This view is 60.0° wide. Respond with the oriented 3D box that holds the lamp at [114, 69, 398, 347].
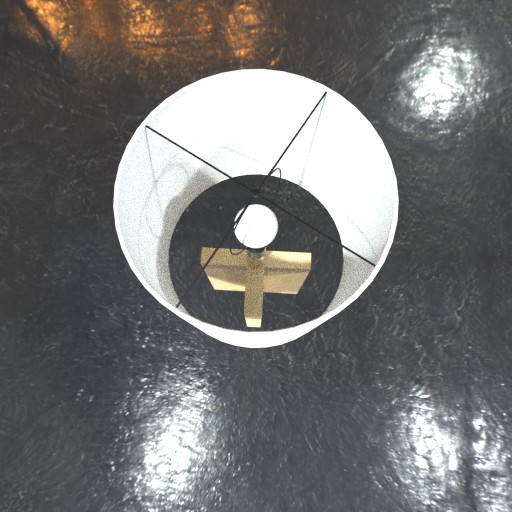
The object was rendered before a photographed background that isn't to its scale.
[{"bbox_3d":[0.000,0.000,0.562,0.229,0.428,0.229,3,76,1],"label":"lamp"}]
